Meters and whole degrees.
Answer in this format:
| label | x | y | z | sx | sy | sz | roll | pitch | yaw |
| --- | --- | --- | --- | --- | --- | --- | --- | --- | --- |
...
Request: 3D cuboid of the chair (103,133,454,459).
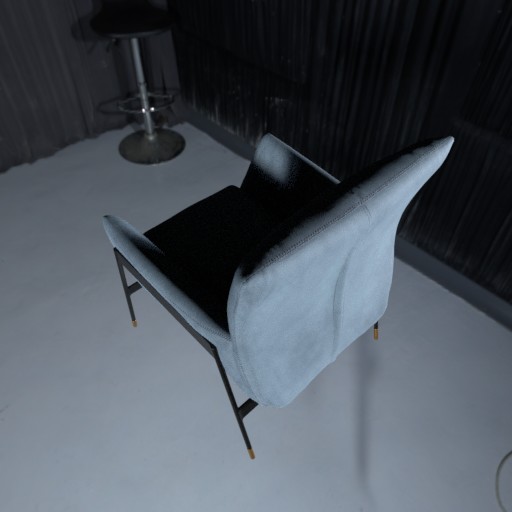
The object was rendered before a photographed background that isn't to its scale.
| label | x | y | z | sx | sy | sz | roll | pitch | yaw |
| --- | --- | --- | --- | --- | --- | --- | --- | --- | --- |
| chair | 0.000 | 0.000 | 1.366 | 0.678 | 0.858 | 0.709 | -34 | 55 | -28 |
